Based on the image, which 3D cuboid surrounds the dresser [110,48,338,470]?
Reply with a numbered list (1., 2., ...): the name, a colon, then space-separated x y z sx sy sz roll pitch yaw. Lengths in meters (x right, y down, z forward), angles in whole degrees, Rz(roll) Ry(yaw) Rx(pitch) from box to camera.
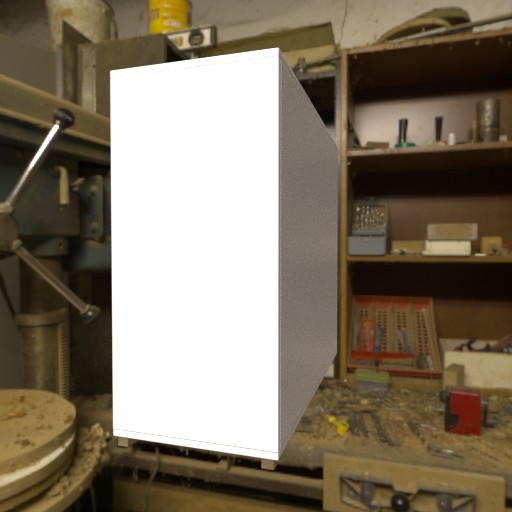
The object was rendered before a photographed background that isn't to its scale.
1. dresser: 0.000 0.000 1.636 0.460 1.000 1.100 0 2 18
